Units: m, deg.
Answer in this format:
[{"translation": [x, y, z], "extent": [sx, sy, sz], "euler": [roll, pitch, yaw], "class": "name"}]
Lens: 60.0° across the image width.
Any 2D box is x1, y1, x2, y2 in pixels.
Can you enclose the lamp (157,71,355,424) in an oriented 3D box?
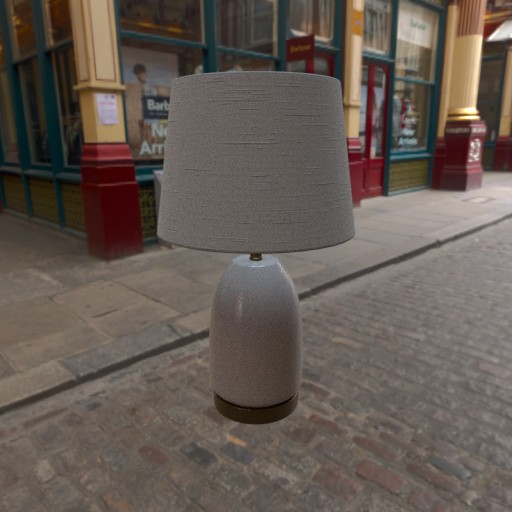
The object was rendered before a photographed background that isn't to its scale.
[{"translation": [0.000, 0.000, 0.663], "extent": [0.285, 0.483, 0.285], "euler": [0, 15, 0], "class": "lamp"}]
